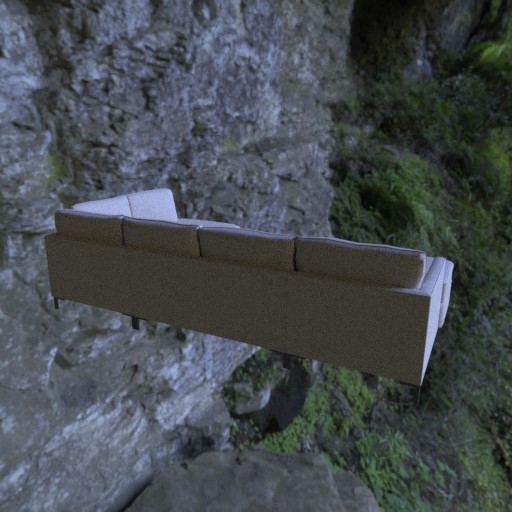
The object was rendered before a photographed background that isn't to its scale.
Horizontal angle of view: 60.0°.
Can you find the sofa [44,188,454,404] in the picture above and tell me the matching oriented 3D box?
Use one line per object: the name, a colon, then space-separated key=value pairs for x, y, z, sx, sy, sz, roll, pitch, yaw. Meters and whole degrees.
sofa: x=0.000 y=0.000 z=4.242 sx=3.423 sy=0.996 sz=2.021 roll=8 pitch=18 yaw=26
